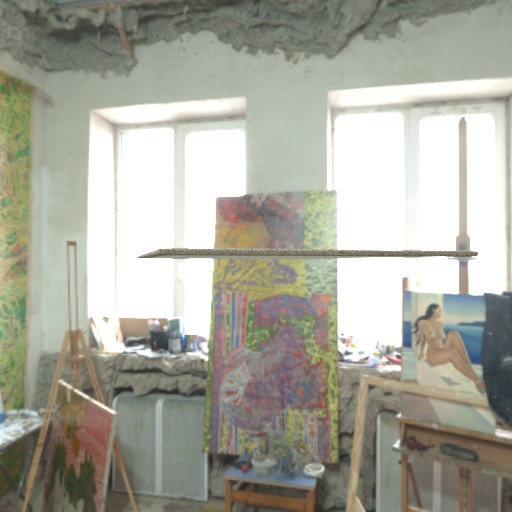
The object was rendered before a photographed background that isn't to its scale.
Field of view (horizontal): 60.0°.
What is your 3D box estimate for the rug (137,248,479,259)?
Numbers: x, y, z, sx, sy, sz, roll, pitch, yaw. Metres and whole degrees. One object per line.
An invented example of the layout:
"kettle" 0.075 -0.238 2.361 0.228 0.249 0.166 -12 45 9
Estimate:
"rug" 0.000 0.000 3.081 1.524 0.030 2.438 0 -1 -17
